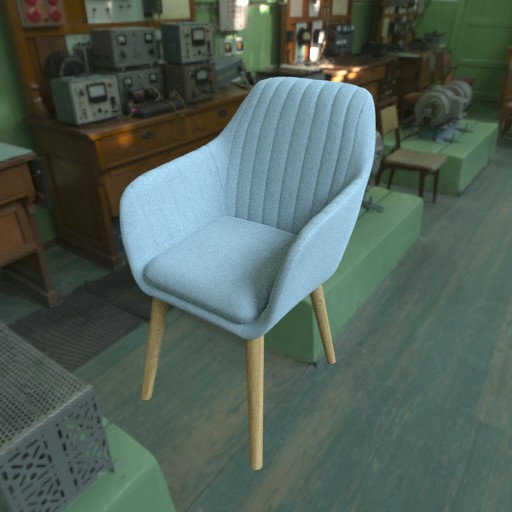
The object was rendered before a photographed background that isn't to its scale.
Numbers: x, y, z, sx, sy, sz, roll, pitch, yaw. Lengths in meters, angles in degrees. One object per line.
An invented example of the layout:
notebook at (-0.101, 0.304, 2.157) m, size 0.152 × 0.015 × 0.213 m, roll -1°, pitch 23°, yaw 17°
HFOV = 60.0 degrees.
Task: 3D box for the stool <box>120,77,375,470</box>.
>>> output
stool at (0.000, 0.000, 1.203) m, size 0.503 × 0.830 × 0.590 m, roll 19°, pitch 35°, yaw 29°
